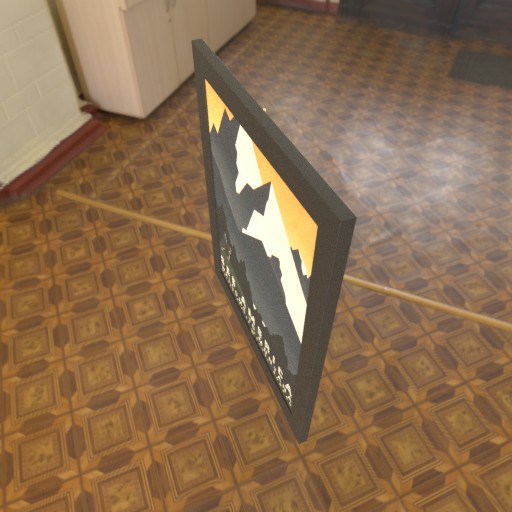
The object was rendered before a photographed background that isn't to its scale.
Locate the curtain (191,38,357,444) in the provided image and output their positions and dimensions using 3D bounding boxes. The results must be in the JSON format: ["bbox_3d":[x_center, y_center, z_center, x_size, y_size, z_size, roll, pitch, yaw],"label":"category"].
[{"bbox_3d":[0.000,0.000,0.802,0.027,0.585,0.483,-17,49,-16],"label":"curtain"}]
